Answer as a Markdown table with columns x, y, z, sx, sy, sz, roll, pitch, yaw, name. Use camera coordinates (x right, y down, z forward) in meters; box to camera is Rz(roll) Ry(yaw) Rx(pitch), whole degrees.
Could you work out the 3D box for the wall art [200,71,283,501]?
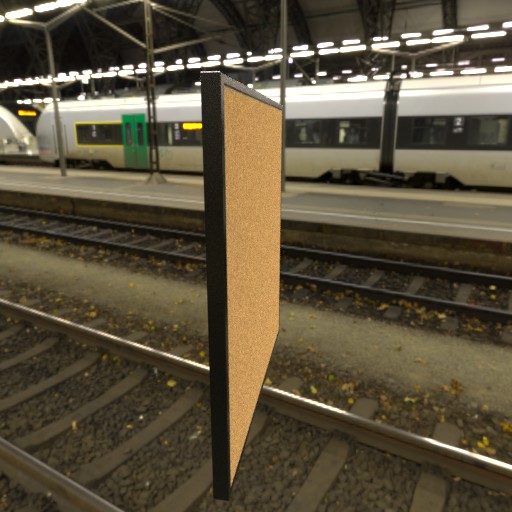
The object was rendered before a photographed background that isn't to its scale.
| x | y | z | sx | sy | sz | roll | pitch | yaw | name |
| --- | --- | --- | --- | --- | --- | --- | --- | --- | --- |
| 0.000 | 0.000 | 0.508 | 0.014 | 0.349 | 0.349 | 3 | 15 | 10 | wall art |
